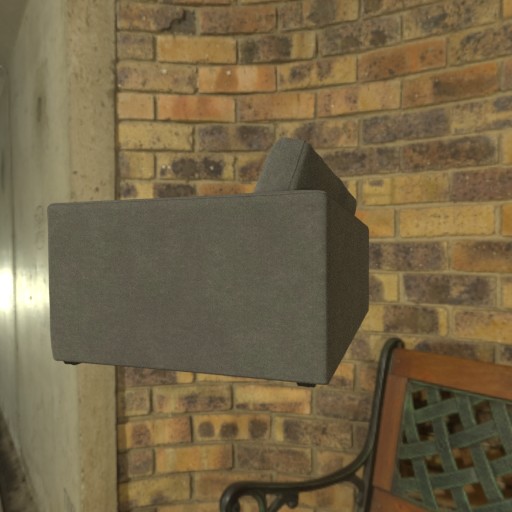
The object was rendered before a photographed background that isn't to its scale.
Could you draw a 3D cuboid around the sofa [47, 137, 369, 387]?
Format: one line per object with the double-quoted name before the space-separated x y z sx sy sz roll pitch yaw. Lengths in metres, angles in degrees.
"sofa" 0.000 0.000 2.442 1.091 0.845 1.909 0 0 18
